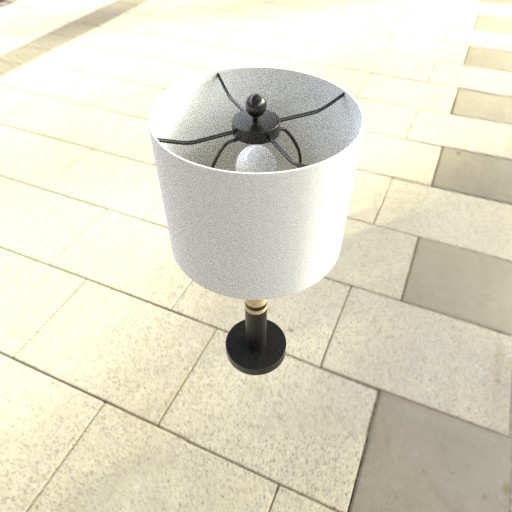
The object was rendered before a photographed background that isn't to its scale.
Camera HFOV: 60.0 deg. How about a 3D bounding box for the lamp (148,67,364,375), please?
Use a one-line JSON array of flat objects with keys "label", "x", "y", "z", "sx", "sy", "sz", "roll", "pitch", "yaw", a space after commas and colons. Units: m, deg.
[{"label": "lamp", "x": 0.000, "y": 0.000, "z": 0.843, "sx": 0.305, "sy": 0.640, "sz": 0.305, "roll": 16, "pitch": 48, "yaw": 15}]
